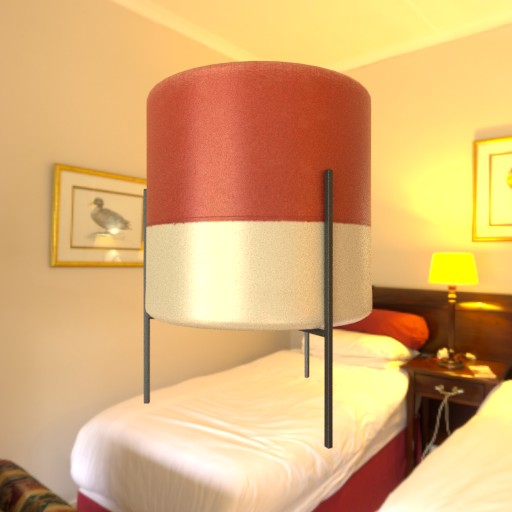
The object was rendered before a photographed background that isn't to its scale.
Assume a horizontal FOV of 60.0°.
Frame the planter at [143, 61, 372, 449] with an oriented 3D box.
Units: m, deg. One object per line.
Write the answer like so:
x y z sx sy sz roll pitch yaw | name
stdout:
0.000 0.000 0.695 0.354 0.465 0.345 0 0 2 | planter
